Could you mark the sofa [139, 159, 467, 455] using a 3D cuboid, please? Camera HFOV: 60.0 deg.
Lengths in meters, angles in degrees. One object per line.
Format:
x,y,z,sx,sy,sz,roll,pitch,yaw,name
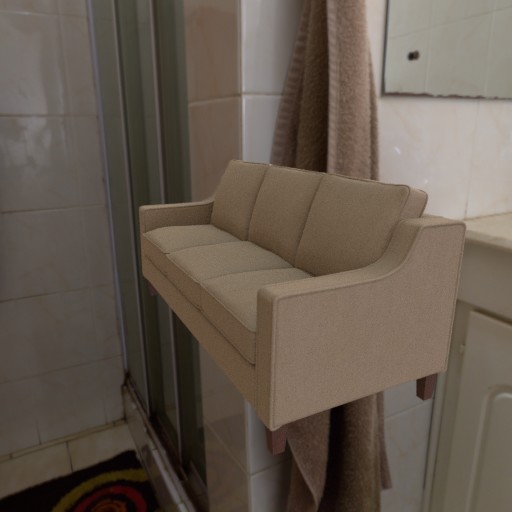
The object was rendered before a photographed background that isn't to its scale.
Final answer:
0.000,0.000,2.528,0.911,0.974,1.986,-8,18,-26,sofa
